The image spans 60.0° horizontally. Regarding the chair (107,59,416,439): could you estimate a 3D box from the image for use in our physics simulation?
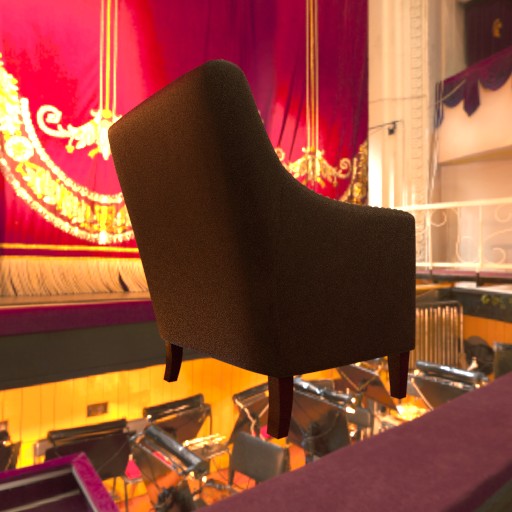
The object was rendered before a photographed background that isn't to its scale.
[{"bbox_3d":[0.000,0.000,1.311,0.704,0.813,0.639,0,0,-37],"label":"chair"}]
